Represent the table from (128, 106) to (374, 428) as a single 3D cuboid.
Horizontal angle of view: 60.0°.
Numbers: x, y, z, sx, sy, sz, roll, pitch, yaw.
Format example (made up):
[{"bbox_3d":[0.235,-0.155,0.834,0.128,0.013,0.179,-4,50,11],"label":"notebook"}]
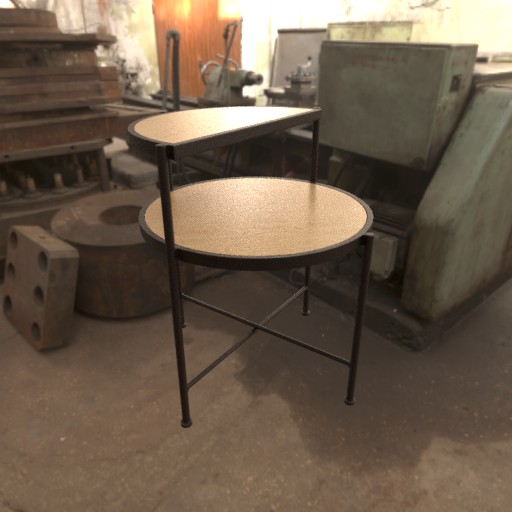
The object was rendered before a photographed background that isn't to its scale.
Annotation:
[{"bbox_3d":[0.000,0.000,1.169,0.628,0.684,0.629,17,31,31],"label":"table"}]
